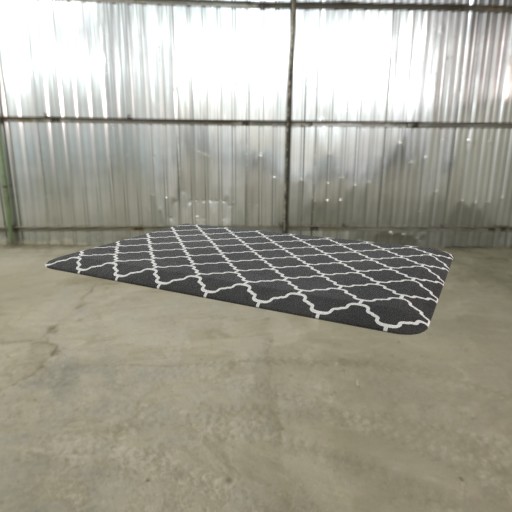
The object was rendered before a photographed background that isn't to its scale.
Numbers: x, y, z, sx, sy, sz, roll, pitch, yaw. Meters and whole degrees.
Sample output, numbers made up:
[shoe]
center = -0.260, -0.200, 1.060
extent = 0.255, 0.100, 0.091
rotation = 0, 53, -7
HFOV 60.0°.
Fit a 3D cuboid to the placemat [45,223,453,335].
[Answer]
[placemat]
center = 0.000, 0.000, 0.966
extent = 0.762, 0.021, 0.508
rotation = 7, 16, 27
